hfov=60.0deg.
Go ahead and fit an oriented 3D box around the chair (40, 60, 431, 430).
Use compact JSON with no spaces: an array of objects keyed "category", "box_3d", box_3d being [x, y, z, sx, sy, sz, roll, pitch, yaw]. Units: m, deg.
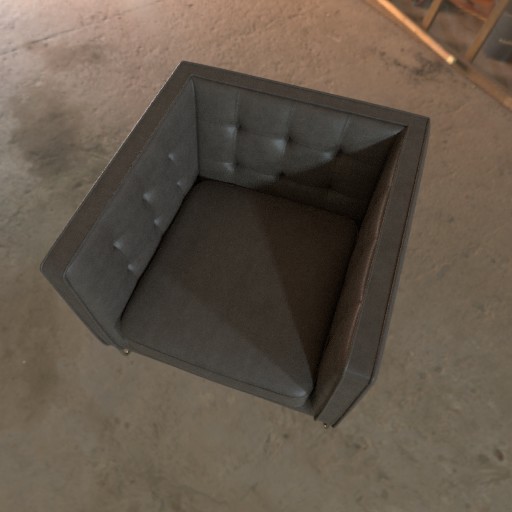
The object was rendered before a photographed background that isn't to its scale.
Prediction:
[{"category":"chair","box_3d":[0.000,0.000,1.559,0.880,0.790,0.894,17,61,10]}]
